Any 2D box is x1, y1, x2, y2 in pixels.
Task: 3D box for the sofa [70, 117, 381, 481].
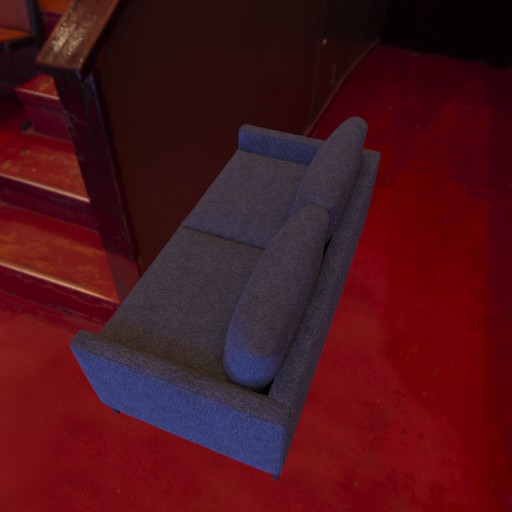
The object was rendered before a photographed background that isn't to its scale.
[{"bbox_3d":[0.000,0.000,2.201,0.866,0.862,1.716,16,48,15],"label":"sofa"}]
